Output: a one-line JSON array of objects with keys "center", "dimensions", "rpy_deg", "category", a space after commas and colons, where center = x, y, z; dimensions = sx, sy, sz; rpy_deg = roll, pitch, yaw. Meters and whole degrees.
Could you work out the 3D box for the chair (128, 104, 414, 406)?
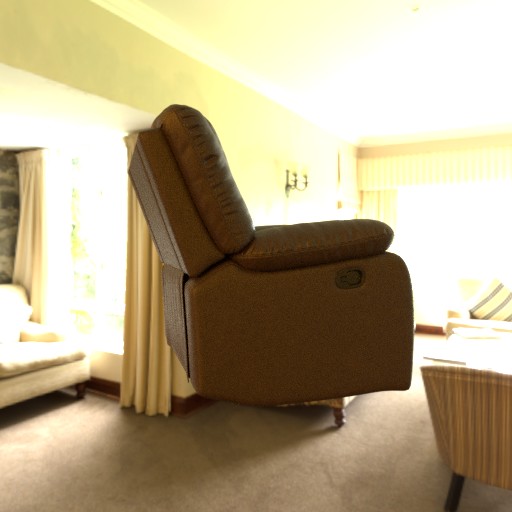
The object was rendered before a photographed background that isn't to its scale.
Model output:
[{"center": [0.000, 0.000, 1.744], "dimensions": [0.934, 1.009, 0.899], "rpy_deg": [-1, 3, -18], "category": "chair"}]
